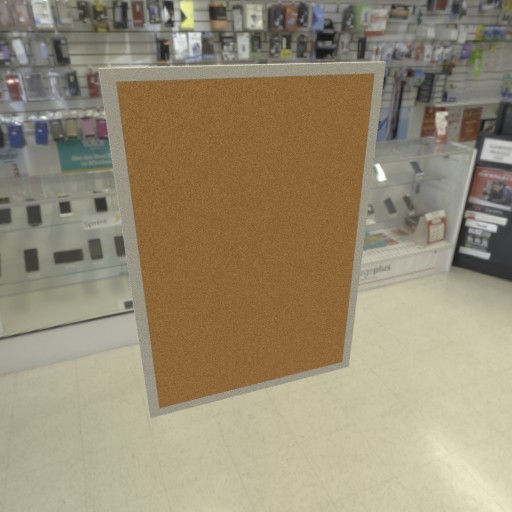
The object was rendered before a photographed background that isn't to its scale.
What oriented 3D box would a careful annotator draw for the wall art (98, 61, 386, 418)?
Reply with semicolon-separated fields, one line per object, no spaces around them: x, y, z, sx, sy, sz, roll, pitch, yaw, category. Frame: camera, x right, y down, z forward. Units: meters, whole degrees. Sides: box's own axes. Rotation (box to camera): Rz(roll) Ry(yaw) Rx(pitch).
0.000;0.000;1.184;0.659;0.940;0.013;-9;28;-18;wall art
